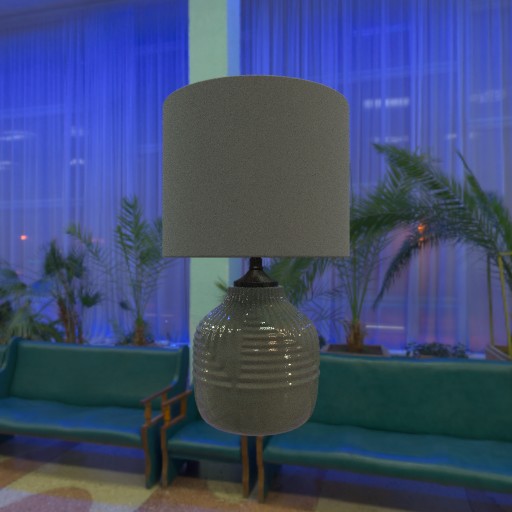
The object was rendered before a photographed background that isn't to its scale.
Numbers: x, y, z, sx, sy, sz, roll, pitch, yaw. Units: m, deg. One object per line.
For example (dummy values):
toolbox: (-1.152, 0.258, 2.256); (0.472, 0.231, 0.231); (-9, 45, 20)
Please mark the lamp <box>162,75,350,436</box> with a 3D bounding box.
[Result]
lamp: (0.000, 0.000, 0.769); (0.318, 0.567, 0.318); (0, 0, 0)
